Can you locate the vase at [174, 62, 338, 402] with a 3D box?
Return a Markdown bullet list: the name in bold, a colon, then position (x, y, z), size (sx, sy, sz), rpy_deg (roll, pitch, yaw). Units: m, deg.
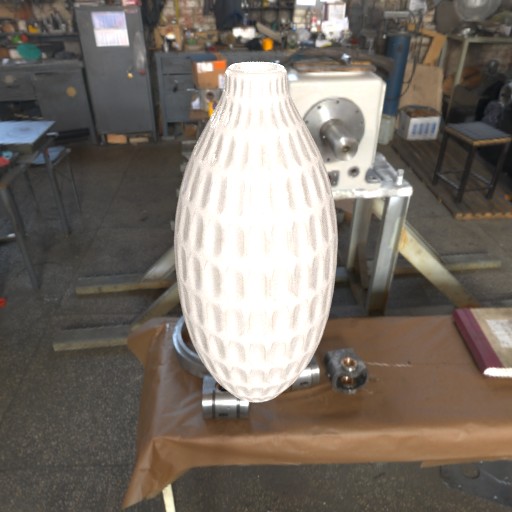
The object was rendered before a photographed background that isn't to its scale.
- **vase**: position (0.000, 0.000, 0.354), size (0.127, 0.282, 0.127), rpy_deg (0, 33, 0)
